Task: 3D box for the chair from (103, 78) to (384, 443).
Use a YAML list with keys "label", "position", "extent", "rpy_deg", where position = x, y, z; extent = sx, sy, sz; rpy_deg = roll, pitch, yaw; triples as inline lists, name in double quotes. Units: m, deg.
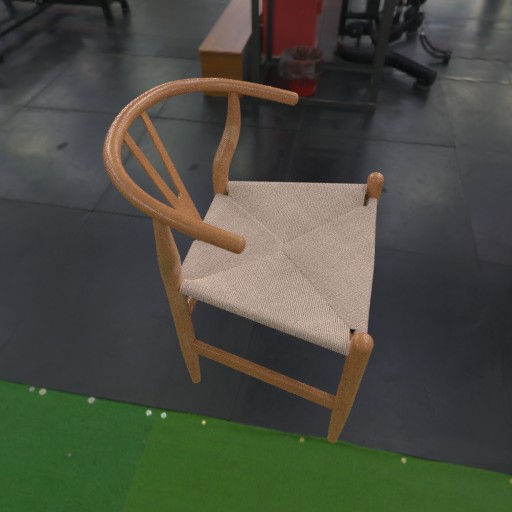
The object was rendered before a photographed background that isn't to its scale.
- label: "chair"
  position: [0.000, 0.000, 1.124]
  extent: [0.579, 0.730, 0.569]
  rpy_deg: [10, 47, 9]
